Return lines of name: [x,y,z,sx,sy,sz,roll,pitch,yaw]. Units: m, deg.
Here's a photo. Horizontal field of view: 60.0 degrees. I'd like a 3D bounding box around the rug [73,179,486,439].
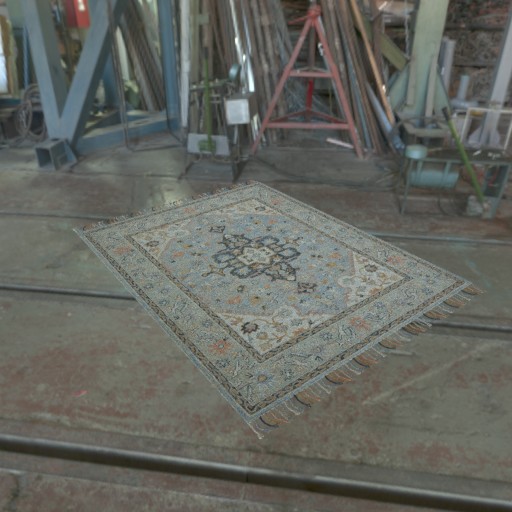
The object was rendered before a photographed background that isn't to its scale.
rug: [0.000,0.000,4.156,2.379,0.011,3.221,-21,37,-32]
